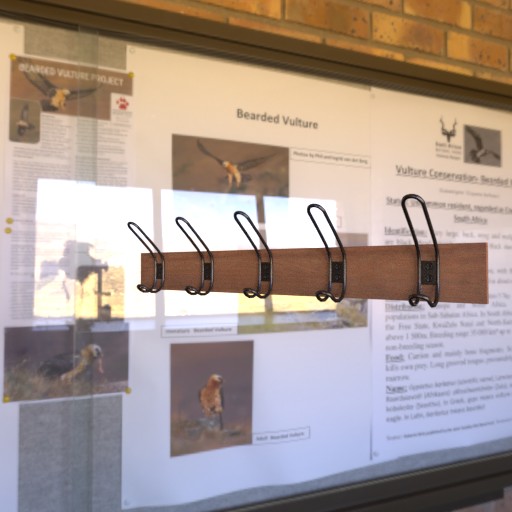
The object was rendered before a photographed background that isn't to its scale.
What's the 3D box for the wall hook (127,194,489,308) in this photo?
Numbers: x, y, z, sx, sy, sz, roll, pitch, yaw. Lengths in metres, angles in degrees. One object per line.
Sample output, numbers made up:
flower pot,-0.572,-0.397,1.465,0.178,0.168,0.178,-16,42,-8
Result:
wall hook,0.000,0.000,0.603,0.554,0.116,0.076,-1,-2,37
